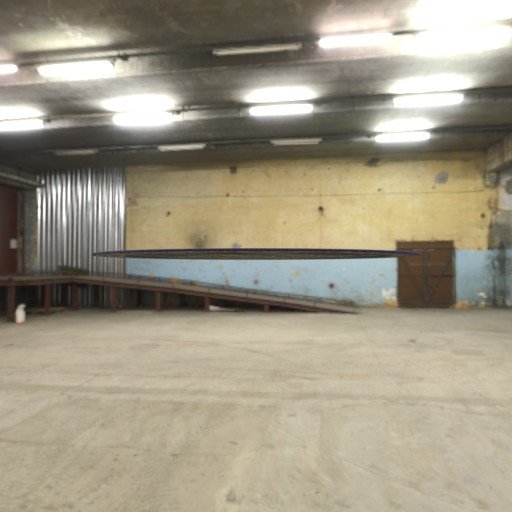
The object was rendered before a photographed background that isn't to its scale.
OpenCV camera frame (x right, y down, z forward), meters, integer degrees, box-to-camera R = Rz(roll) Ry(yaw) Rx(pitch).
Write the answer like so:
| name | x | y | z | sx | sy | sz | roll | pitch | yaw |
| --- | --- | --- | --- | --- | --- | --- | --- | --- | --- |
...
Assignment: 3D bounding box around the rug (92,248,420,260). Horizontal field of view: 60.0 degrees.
| name | x | y | z | sx | sy | sz | roll | pitch | yaw |
| --- | --- | --- | --- | --- | --- | --- | --- | --- | --- |
| rug | 0.000 | 0.000 | 3.430 | 2.386 | 0.014 | 2.386 | 0 | -2 | 0 |
